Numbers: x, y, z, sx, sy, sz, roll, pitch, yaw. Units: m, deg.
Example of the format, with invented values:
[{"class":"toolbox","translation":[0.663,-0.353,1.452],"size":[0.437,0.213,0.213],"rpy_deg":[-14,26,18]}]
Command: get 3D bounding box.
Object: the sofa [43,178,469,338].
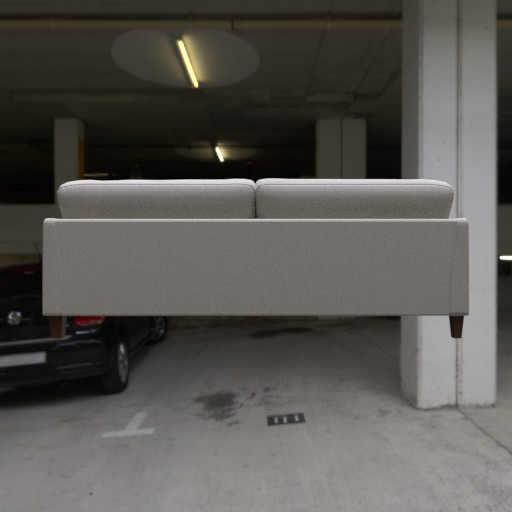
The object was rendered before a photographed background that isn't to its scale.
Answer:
[{"class":"sofa","translation":[0.000,0.000,2.787],"size":[2.301,0.863,0.957],"rpy_deg":[0,0,0]}]
